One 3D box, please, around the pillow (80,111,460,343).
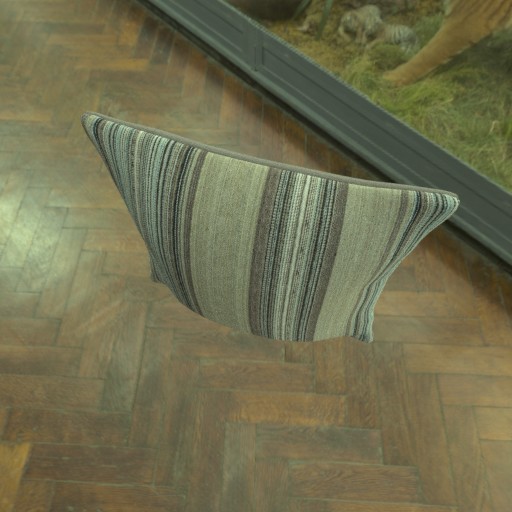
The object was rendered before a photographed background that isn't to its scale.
[{"bbox_3d":[0.000,0.000,0.653,0.435,0.416,0.189,15,60,9],"label":"pillow"}]
